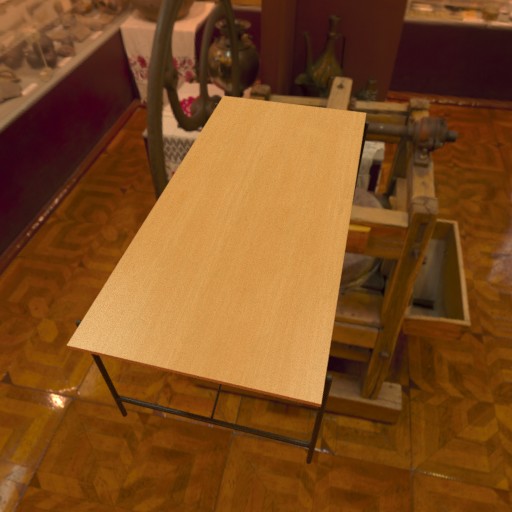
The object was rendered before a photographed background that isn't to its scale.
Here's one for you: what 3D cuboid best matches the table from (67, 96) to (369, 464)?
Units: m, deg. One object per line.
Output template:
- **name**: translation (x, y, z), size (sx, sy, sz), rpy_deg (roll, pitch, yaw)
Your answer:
- **table**: translation (0.000, 0.000, 2.281), size (0.900, 0.758, 1.800), rpy_deg (10, 47, 10)
